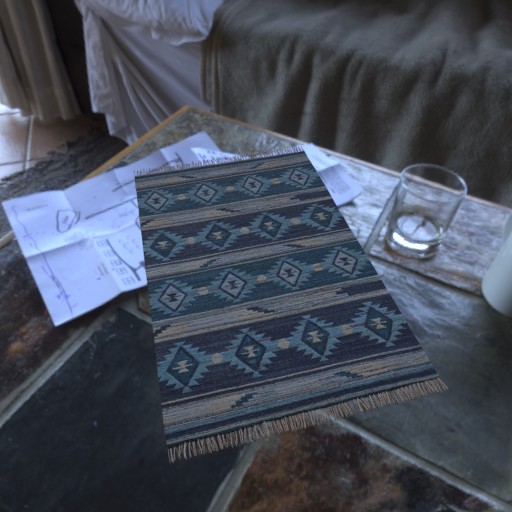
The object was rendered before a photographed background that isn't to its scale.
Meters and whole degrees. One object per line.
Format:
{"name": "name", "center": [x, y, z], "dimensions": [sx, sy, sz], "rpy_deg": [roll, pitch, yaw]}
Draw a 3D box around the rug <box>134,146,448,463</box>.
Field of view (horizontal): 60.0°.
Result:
{"name": "rug", "center": [0.000, 0.000, 2.407], "dimensions": [1.181, 0.028, 1.936], "rpy_deg": [-11, 47, -10]}
